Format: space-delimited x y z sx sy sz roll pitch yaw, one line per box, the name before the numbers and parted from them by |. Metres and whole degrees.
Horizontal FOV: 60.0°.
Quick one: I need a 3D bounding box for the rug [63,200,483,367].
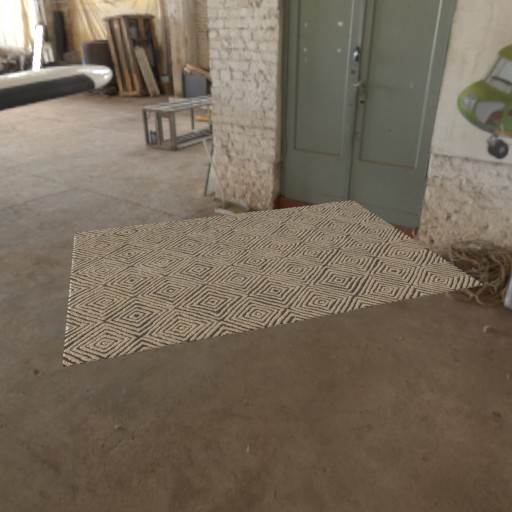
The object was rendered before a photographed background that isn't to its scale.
rug | 0.000 0.000 2.227 1.750 0.004 1.177 -8 28 -16
